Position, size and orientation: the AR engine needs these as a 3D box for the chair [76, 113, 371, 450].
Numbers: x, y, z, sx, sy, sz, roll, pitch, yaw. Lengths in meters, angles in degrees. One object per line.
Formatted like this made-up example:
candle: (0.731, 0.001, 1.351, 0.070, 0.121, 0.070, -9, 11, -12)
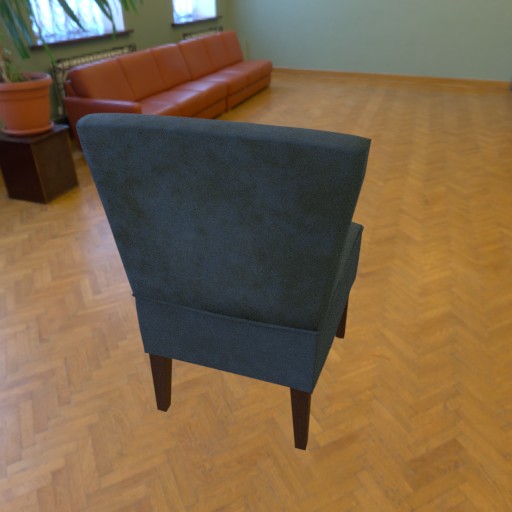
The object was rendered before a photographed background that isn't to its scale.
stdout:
chair: (0.000, 0.000, 1.147, 0.521, 0.806, 0.551, 10, 33, 15)
